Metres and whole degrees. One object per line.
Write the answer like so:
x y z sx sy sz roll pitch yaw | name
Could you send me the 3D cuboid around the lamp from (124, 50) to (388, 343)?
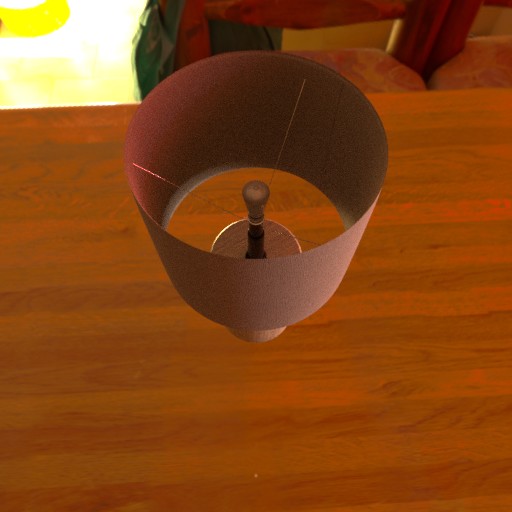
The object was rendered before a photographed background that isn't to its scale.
0.000 0.000 0.579 0.228 0.444 0.228 -31 68 -14 | lamp
